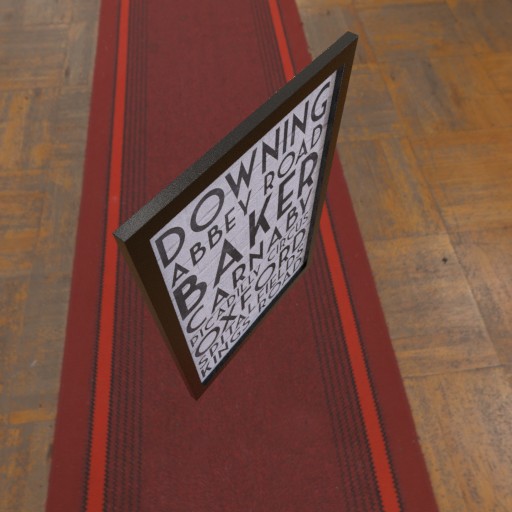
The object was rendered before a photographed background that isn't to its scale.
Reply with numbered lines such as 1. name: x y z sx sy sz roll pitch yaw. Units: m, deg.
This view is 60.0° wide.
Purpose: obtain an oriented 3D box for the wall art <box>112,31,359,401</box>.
1. wall art: 0.000 0.000 0.548 0.013 0.432 0.304 34 64 19
